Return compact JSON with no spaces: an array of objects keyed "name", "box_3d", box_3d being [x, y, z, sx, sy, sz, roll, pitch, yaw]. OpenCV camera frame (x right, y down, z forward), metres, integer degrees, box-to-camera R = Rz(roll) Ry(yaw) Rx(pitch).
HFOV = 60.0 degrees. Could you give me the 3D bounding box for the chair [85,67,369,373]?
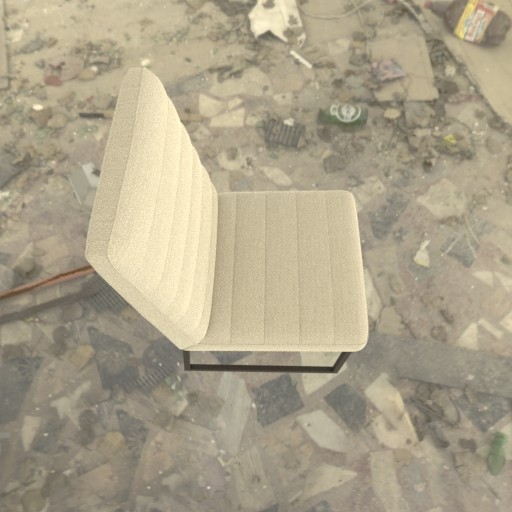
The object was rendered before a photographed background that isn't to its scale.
[{"name":"chair","box_3d":[0.000,0.000,1.307,0.634,0.930,0.520,1,62,0]}]
